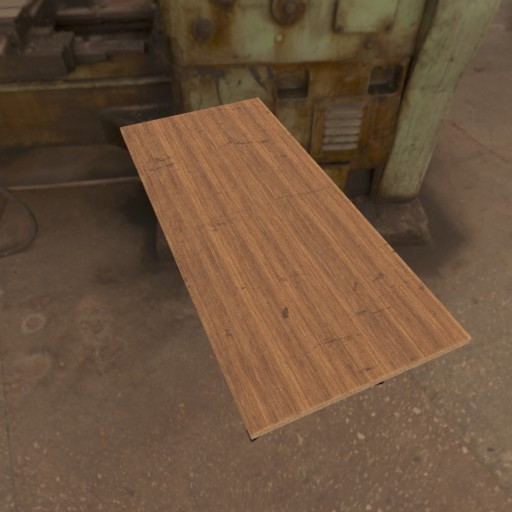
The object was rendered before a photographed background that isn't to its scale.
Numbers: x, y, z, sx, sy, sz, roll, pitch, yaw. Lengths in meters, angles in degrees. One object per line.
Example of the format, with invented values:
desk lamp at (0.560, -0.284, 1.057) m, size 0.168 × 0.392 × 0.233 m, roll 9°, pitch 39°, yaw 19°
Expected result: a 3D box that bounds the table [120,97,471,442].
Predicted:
table at (0.000, 0.000, 2.664) m, size 1.000 × 0.757 × 2.200 m, roll -18°, pitch 50°, yaw -16°
